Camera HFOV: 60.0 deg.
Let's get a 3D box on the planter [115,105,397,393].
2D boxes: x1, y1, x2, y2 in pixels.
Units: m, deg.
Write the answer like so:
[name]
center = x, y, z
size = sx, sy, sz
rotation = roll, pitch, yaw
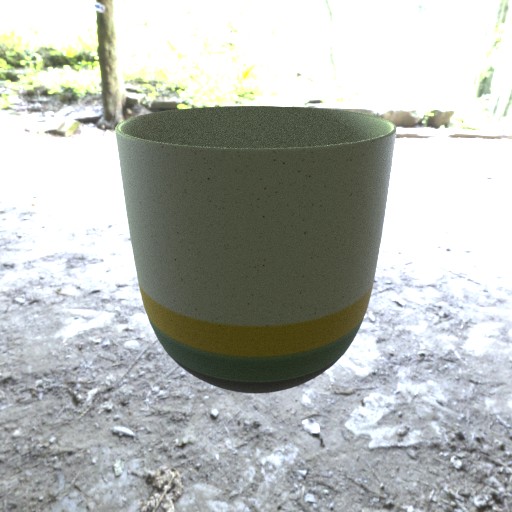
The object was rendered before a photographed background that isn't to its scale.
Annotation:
[planter]
center = 0.000, 0.000, 0.364
size = 0.195, 0.214, 0.195
rotation = 0, 25, 0
